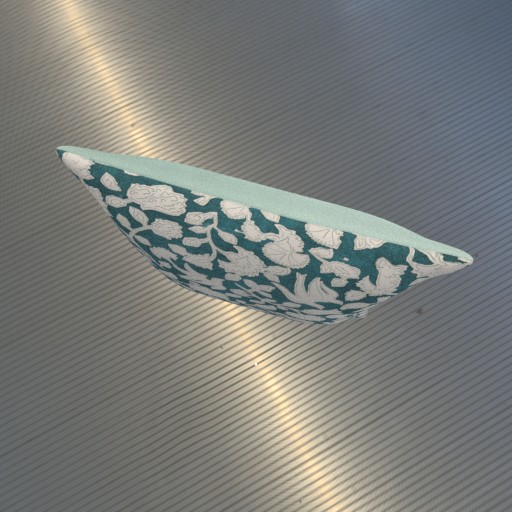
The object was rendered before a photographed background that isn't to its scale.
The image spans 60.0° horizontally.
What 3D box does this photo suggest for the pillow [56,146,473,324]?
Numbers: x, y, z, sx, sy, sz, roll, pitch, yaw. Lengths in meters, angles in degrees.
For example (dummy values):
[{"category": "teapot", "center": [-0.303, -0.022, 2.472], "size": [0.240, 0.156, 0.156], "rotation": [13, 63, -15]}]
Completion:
[{"category": "pillow", "center": [0.000, 0.000, 0.776], "size": [0.525, 0.508, 0.166], "rotation": [15, 77, 4]}]
